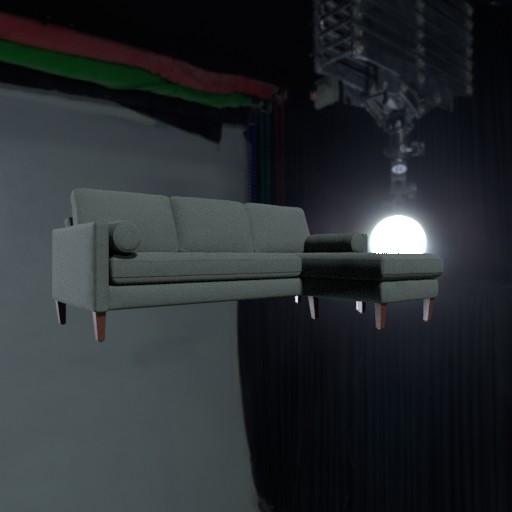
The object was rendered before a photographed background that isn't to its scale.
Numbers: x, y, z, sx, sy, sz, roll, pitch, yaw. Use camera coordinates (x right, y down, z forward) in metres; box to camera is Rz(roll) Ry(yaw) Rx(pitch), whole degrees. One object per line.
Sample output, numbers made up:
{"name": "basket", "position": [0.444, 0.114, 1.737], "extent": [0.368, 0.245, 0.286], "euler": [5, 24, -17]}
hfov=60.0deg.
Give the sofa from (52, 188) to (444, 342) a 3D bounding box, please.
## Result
{"name": "sofa", "position": [0.000, 0.000, 2.929], "extent": [2.178, 0.876, 1.506], "euler": [0, 0, -38]}
